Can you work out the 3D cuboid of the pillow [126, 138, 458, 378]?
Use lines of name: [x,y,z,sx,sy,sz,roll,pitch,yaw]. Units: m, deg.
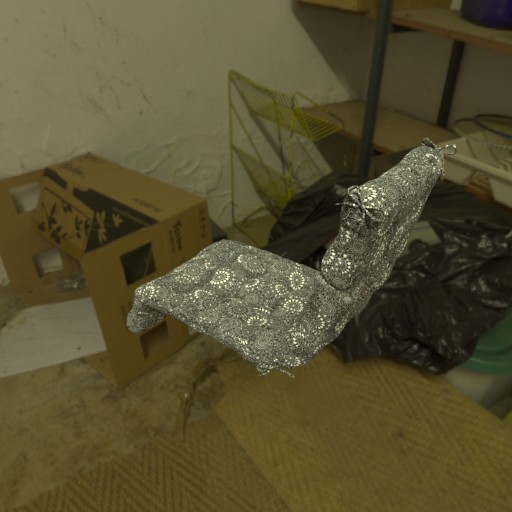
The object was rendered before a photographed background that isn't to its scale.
pillow: [0.000,0.000,1.514,1.016,0.863,0.526,21,37,31]
